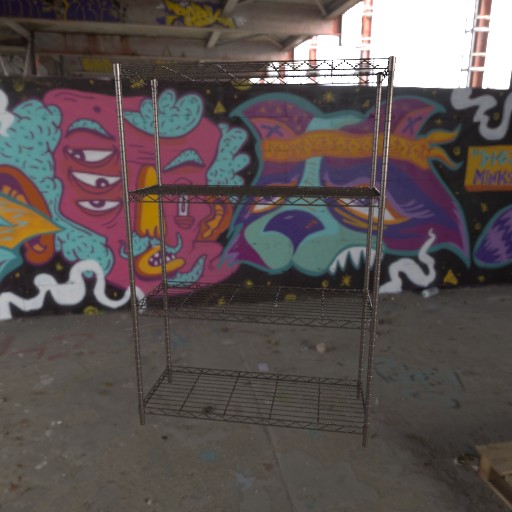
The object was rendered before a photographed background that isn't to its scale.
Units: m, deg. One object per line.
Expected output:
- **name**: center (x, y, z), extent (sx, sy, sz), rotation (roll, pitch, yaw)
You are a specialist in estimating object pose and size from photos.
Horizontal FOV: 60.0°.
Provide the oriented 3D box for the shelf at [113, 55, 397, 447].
- **shelf**: center (0.000, 0.000, 1.725), extent (0.907, 1.361, 0.352), rotation (2, 14, 9)
